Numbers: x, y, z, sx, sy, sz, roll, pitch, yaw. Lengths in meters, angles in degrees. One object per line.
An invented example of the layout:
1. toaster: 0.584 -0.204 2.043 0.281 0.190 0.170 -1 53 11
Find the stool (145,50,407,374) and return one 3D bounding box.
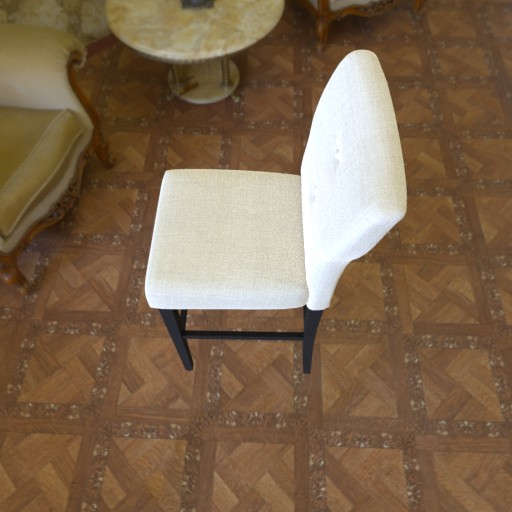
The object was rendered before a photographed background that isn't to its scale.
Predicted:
1. stool: 0.000 0.000 1.416 0.603 1.124 0.516 1 58 1
